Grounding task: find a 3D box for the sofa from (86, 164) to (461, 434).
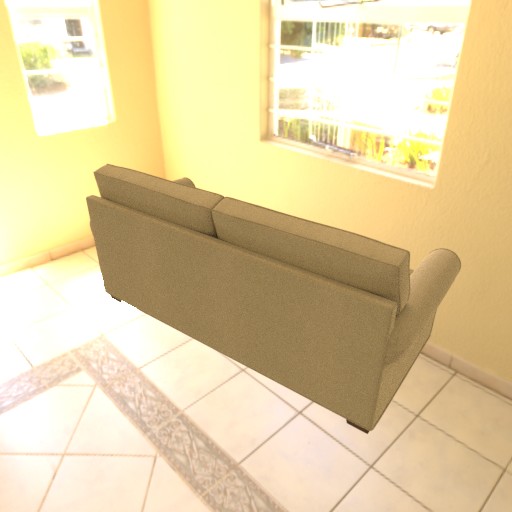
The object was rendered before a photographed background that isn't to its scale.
[{"bbox_3d":[0.000,0.000,2.707,2.146,0.962,0.901,20,35,31],"label":"sofa"}]
